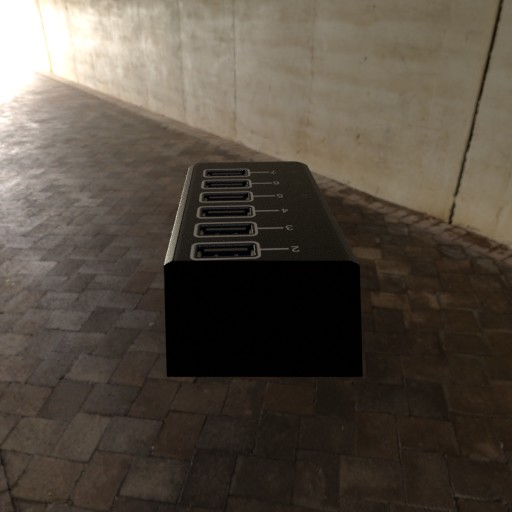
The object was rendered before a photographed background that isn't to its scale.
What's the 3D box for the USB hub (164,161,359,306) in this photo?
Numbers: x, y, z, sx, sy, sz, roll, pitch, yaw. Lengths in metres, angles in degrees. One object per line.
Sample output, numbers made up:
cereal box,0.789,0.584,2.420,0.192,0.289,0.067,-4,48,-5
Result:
USB hub,0.000,0.000,0.126,0.044,0.023,0.110,-2,29,-3
